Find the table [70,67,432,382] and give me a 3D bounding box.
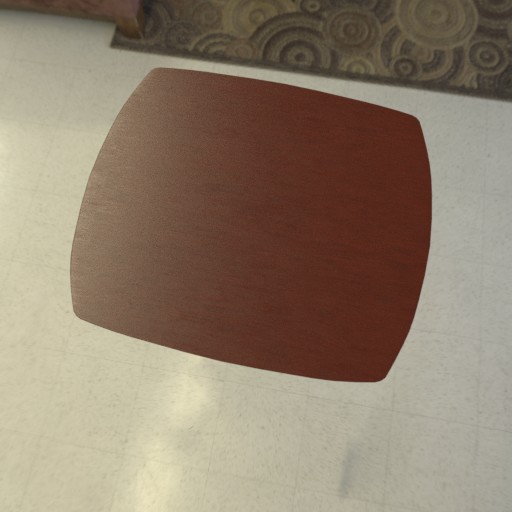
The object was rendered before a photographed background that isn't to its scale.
[{"bbox_3d":[0.000,0.000,0.876,0.502,0.496,0.433,12,75,3],"label":"table"}]
